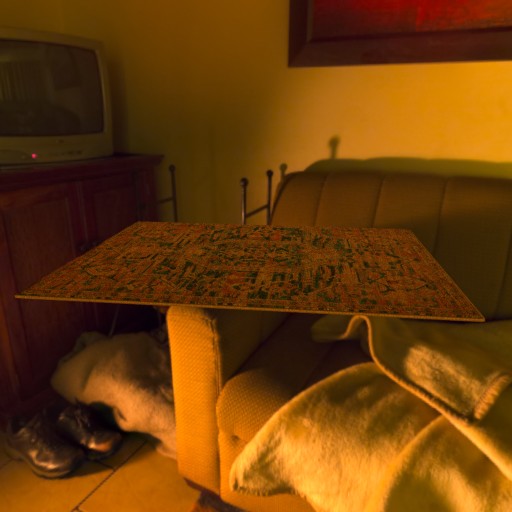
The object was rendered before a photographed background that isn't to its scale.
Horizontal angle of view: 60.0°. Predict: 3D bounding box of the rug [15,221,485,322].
[{"bbox_3d":[0.000,0.000,2.802,2.204,0.024,1.588,2,18,7],"label":"rug"}]
